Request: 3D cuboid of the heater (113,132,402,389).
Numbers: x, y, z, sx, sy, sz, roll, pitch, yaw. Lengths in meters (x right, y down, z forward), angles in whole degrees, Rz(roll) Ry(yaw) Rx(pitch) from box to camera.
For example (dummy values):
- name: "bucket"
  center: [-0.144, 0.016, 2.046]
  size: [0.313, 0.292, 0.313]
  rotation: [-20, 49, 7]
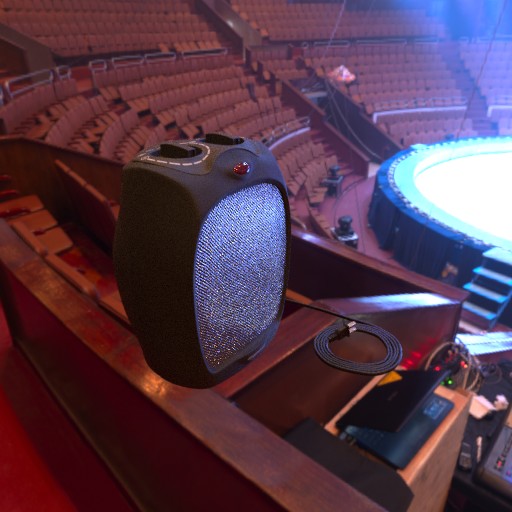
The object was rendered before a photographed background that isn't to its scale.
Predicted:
- name: "heater"
  center: [0.000, 0.000, 0.466]
  size: [0.291, 0.240, 0.239]
  rotation: [18, 32, 33]
